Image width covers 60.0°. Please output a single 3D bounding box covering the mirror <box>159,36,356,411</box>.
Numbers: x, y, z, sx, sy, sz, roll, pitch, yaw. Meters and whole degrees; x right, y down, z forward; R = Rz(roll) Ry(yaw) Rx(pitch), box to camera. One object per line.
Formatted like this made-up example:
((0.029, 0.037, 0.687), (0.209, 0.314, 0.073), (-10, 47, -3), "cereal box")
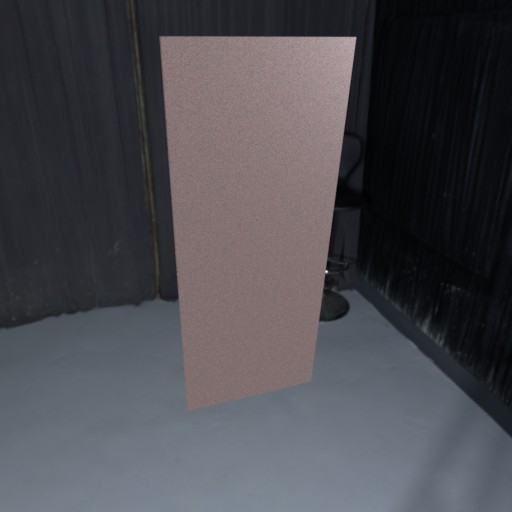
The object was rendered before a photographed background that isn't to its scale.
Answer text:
((0.000, 0.000, 2.274), (0.812, 2.020, 0.221), (-8, 27, -17), "mirror")
